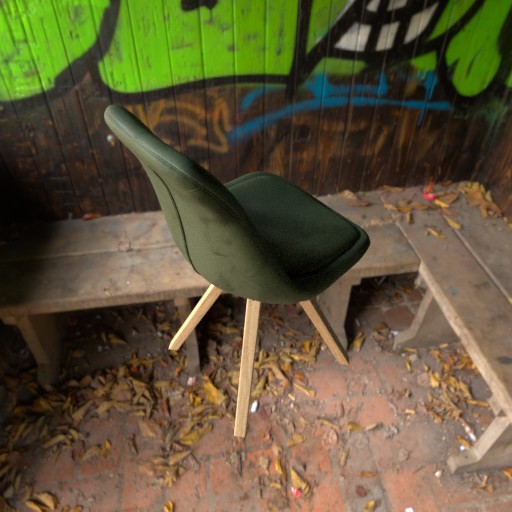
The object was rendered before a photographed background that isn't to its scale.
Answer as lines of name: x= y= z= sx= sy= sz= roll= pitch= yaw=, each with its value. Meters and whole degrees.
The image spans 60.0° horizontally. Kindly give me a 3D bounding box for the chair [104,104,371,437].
chair: x=0.000 y=0.000 z=1.174 sx=0.547 sy=0.865 sz=0.483 roll=-27 pitch=49 yaw=-27
